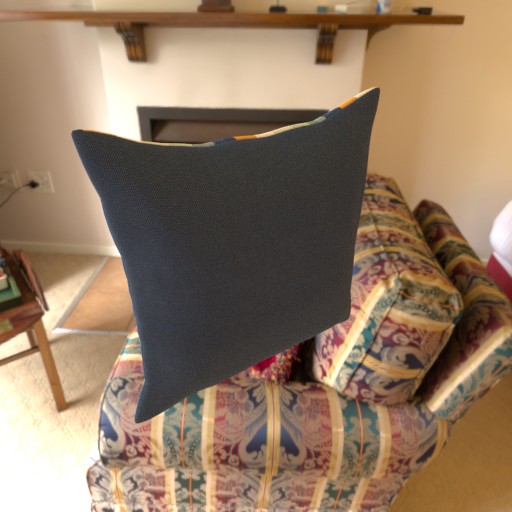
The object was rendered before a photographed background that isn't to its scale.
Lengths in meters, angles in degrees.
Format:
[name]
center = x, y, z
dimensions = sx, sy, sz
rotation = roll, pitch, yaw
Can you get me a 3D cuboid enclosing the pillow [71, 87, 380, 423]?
[pillow]
center = 0.000, 0.000, 0.685
dimensions = 0.463, 0.454, 0.173
rotation = -19, 36, -29
